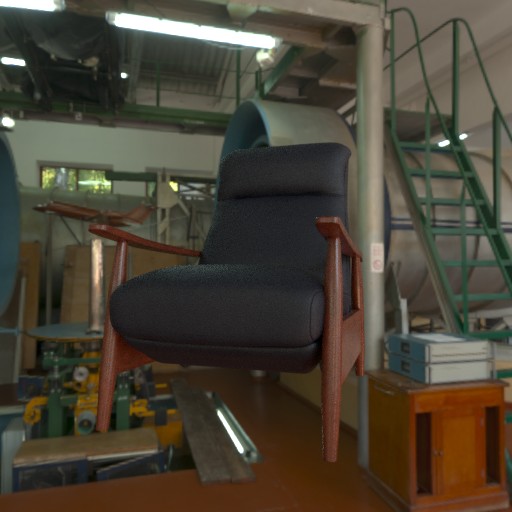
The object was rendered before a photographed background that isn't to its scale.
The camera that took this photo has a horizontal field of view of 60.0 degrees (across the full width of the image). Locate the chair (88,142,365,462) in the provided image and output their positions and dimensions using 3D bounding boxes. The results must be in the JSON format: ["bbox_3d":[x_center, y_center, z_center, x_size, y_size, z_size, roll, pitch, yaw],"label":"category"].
[{"bbox_3d":[0.000,0.000,1.712,0.762,1.082,1.014,0,-1,18],"label":"chair"}]
